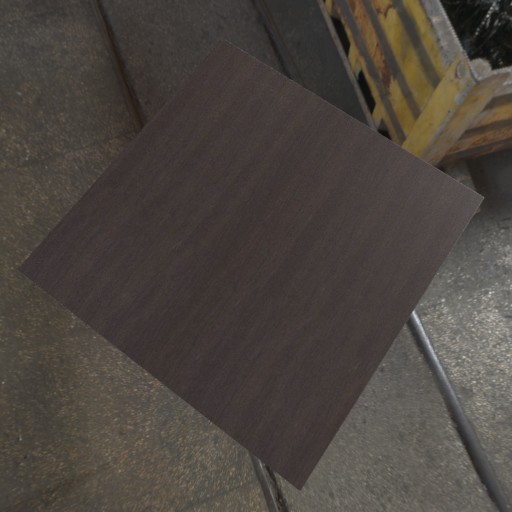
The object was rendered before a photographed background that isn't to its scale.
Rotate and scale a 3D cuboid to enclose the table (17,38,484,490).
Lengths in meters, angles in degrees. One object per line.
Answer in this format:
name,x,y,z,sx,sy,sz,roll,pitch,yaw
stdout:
table,0.000,0.000,1.198,0.762,0.396,0.762,35,77,9
